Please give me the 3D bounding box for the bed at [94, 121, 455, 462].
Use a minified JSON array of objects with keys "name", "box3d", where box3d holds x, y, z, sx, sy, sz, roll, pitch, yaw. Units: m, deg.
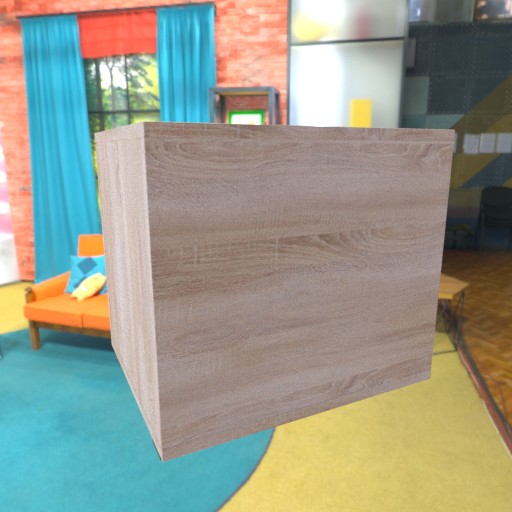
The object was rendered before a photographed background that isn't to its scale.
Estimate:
[{"name":"bed","box3d":[0.000,0.000,0.778,0.460,0.420,0.401,-7,15,-26]}]
